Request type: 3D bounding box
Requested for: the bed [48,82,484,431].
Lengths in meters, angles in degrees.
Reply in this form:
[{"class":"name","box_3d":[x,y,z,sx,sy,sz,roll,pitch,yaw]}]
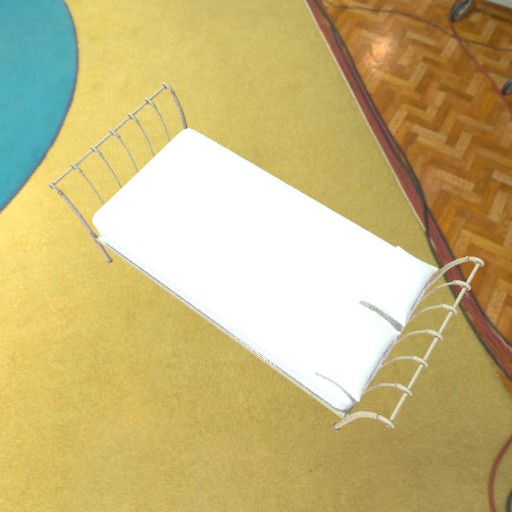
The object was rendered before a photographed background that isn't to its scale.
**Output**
[{"class":"bed","box_3d":[0.000,0.000,2.797,2.228,0.873,1.032,33,68,15]}]
